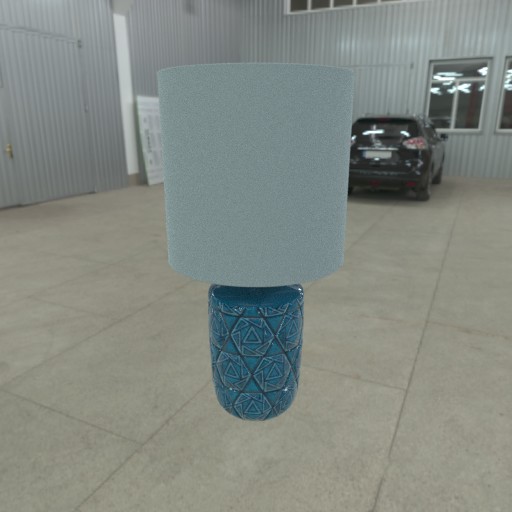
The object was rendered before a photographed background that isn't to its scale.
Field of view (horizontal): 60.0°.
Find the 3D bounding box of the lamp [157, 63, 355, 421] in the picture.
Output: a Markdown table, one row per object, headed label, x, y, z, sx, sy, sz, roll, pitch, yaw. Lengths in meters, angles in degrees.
| label | x | y | z | sx | sy | sz | roll | pitch | yaw |
| --- | --- | --- | --- | --- | --- | --- | --- | --- | --- |
| lamp | 0.000 | 0.000 | 0.496 | 0.193 | 0.377 | 0.193 | -3 | 17 | -9 |
